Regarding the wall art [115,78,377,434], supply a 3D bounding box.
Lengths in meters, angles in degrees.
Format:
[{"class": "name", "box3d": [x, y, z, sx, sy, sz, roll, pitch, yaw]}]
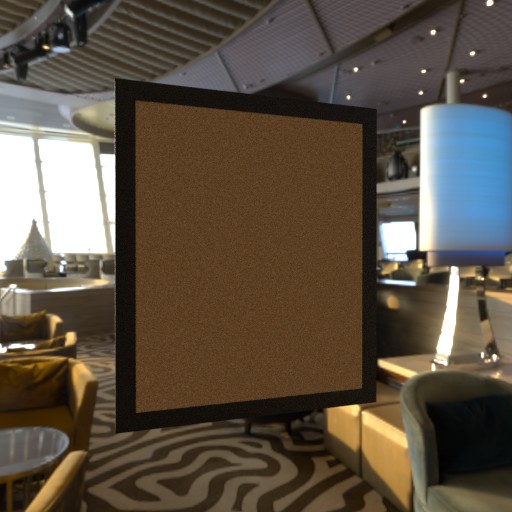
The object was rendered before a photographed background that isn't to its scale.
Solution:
[{"class": "wall art", "box3d": [0.000, 0.000, 0.713, 0.432, 0.508, 0.025, 0, 0, -18]}]
